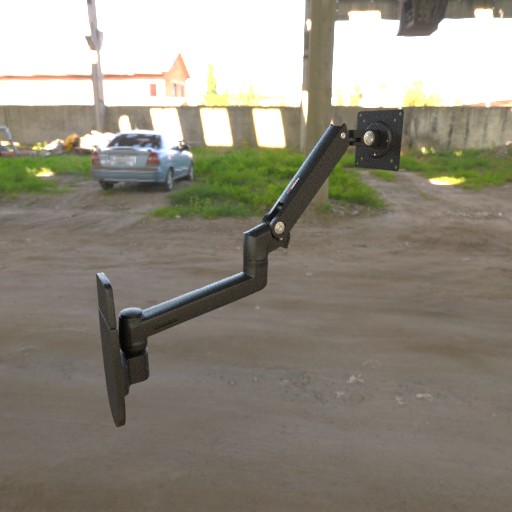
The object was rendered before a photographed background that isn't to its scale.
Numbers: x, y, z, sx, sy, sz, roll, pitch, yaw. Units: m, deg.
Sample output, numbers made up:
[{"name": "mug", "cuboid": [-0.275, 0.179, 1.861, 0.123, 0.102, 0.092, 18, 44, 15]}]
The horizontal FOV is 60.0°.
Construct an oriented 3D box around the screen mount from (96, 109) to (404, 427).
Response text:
[{"name": "screen mount", "cuboid": [0.000, 0.000, 0.731, 0.495, 0.466, 0.115, -8, 18, -27]}]
